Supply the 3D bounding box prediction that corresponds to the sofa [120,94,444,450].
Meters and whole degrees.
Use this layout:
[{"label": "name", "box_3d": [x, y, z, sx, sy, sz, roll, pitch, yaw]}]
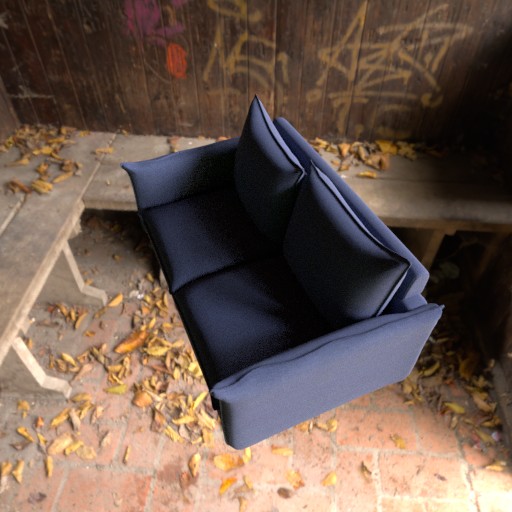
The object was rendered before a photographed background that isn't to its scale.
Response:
[{"label": "sofa", "box_3d": [0.000, 0.000, 1.891, 0.820, 0.840, 1.300, -18, 49, -16]}]
